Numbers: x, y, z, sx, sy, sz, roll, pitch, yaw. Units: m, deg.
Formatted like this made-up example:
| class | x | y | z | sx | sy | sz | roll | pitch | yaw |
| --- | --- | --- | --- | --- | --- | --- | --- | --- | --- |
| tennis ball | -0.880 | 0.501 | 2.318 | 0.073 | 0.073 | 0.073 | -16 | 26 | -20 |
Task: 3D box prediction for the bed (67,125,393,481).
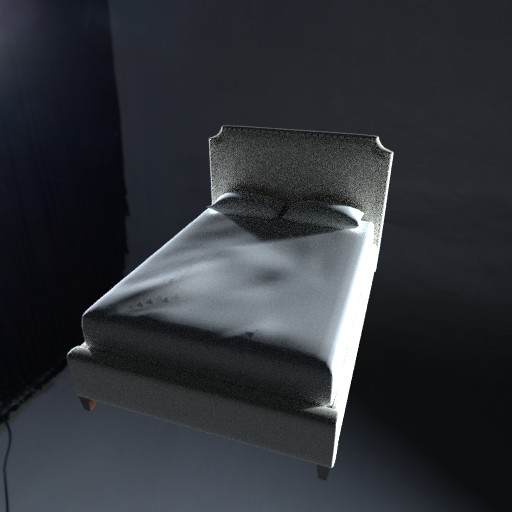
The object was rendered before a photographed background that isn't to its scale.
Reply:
| class | x | y | z | sx | sy | sz | roll | pitch | yaw |
| --- | --- | --- | --- | --- | --- | --- | --- | --- | --- |
| bed | 0.000 | 0.000 | 3.354 | 1.712 | 1.443 | 2.365 | 9 | 29 | 17 |
